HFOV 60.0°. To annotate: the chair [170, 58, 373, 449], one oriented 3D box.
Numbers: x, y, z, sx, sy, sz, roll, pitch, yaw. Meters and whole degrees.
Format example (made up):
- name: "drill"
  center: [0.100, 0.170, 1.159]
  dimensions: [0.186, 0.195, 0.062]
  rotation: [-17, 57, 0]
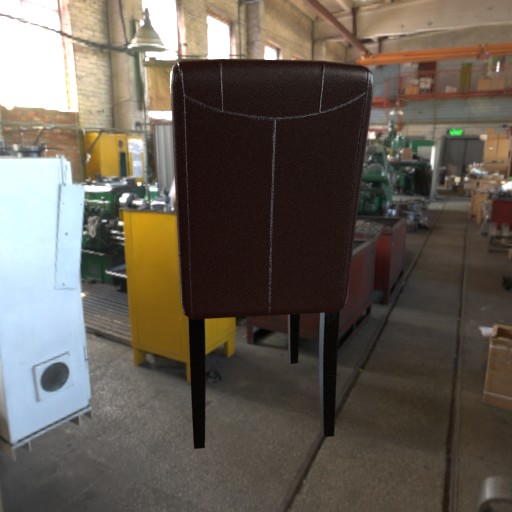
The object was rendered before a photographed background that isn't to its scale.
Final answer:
- name: "chair"
  center: [0.000, 0.000, 1.200]
  dimensions: [0.399, 0.897, 0.556]
  rotation: [-2, 14, -8]
